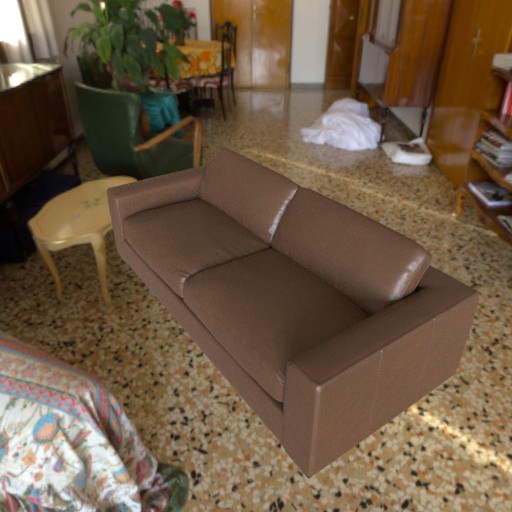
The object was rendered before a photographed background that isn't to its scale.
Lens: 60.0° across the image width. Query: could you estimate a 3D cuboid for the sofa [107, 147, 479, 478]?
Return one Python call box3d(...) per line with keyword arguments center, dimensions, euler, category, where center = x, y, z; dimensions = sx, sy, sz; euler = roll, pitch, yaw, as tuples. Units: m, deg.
box3d(center=(0.000, 0.000, 2.716), dimensions=(1.070, 0.801, 2.262), euler=(-20, 37, -29), category="sofa")
